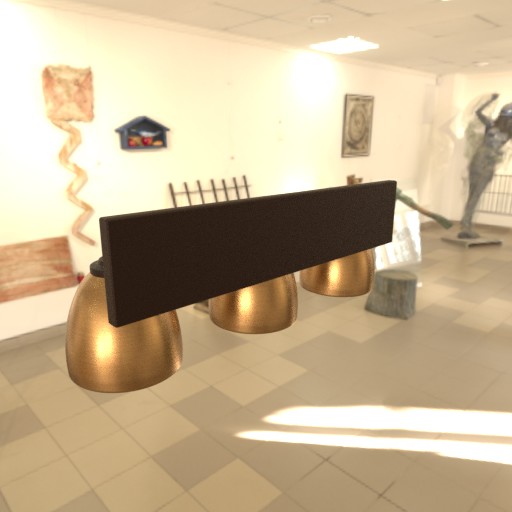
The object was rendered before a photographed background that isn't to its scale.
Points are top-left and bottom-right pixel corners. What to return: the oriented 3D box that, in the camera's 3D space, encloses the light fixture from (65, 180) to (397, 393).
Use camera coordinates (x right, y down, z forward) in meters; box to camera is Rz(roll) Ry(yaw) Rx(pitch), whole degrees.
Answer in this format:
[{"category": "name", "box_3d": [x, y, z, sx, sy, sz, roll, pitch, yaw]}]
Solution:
[{"category": "light fixture", "box_3d": [0.000, 0.000, 0.681, 0.582, 0.204, 0.157, -14, 21, -42]}]
